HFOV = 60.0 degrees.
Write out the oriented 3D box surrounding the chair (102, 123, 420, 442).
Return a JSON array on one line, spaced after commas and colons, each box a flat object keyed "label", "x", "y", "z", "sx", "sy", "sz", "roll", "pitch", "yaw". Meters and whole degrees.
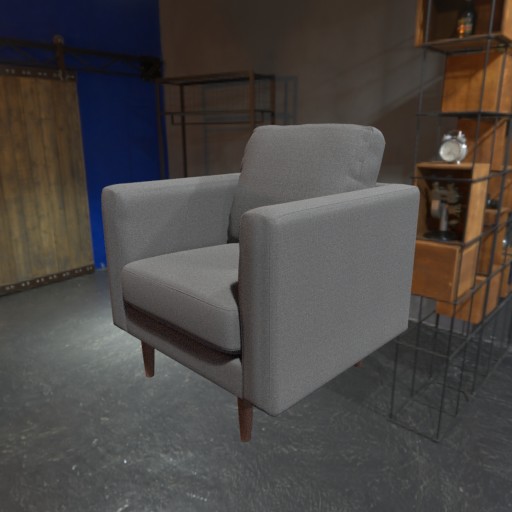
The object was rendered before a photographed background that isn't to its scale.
[{"label": "chair", "x": 0.000, "y": 0.000, "z": 1.608, "sx": 0.854, "sy": 0.927, "sz": 0.800, "roll": 15, "pitch": 21, "yaw": 42}]
